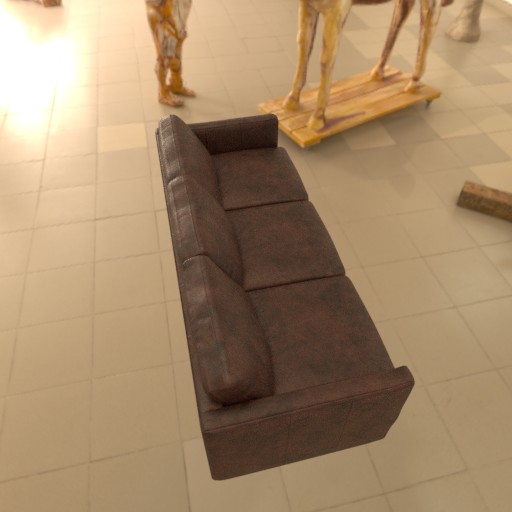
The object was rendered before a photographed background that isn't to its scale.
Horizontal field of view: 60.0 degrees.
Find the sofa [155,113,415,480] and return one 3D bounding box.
[{"bbox_3d":[0.000,0.000,2.948,1.045,1.006,2.464,-10,48,-9],"label":"sofa"}]
